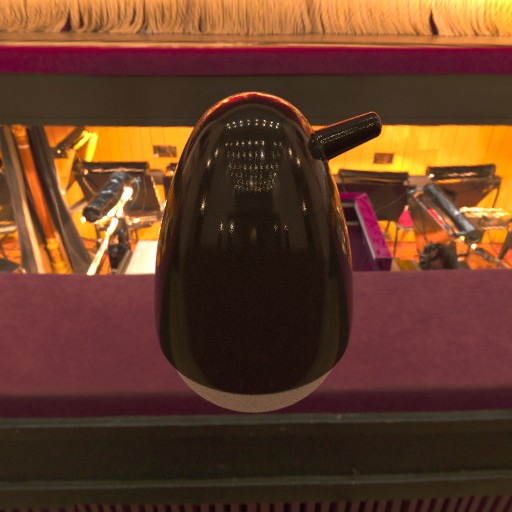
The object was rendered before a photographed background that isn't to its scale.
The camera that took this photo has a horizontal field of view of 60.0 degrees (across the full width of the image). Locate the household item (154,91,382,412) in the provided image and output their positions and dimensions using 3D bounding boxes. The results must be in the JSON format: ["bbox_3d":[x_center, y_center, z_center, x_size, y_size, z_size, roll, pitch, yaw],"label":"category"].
[{"bbox_3d":[0.000,0.000,0.215,0.104,0.152,0.102,0,31,-1],"label":"household item"}]
